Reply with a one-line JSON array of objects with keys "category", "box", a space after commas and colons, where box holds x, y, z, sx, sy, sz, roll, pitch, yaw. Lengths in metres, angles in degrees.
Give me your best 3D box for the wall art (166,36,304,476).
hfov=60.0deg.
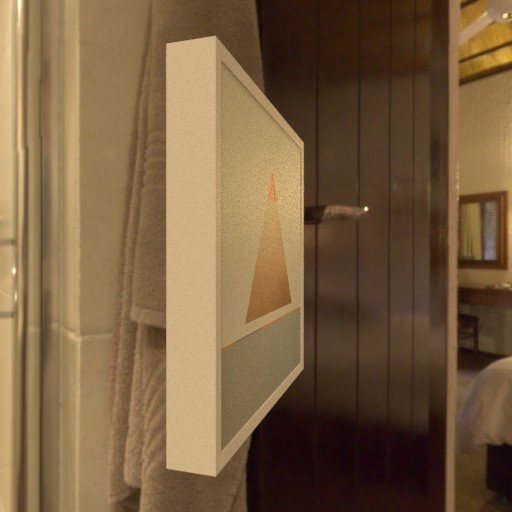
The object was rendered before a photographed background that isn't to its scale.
[{"category": "wall art", "box": [0.000, 0.000, 0.457, 0.038, 0.304, 0.305, 0, 0, 18]}]
